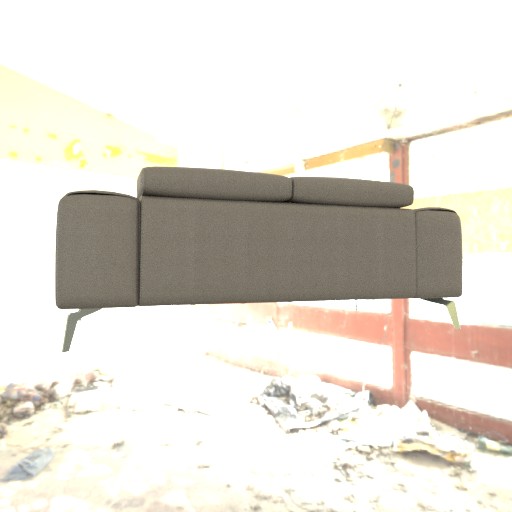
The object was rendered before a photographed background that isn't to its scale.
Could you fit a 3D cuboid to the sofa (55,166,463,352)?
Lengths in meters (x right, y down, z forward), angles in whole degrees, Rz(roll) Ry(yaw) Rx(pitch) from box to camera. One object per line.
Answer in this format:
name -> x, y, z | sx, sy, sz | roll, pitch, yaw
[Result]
sofa -> 0.000, 0.000, 2.442 | 1.930, 0.753, 1.024 | 0, -1, -19
